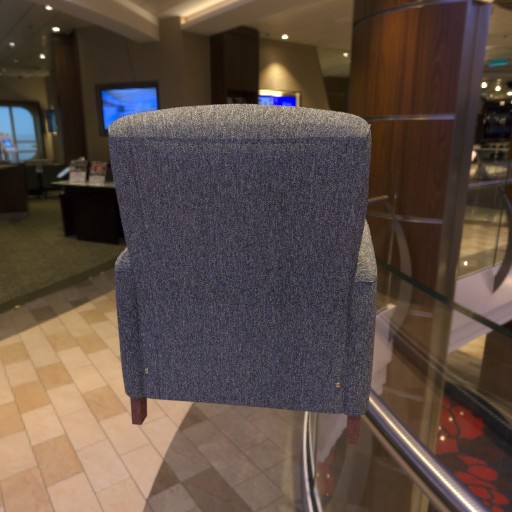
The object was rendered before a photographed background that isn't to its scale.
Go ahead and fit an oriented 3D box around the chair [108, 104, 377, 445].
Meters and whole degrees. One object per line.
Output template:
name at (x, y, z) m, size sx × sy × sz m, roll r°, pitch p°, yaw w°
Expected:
chair at (0.000, 0.000, 1.634) m, size 0.848 × 1.014 × 0.864 m, roll 2°, pitch 16°, yaw 8°
